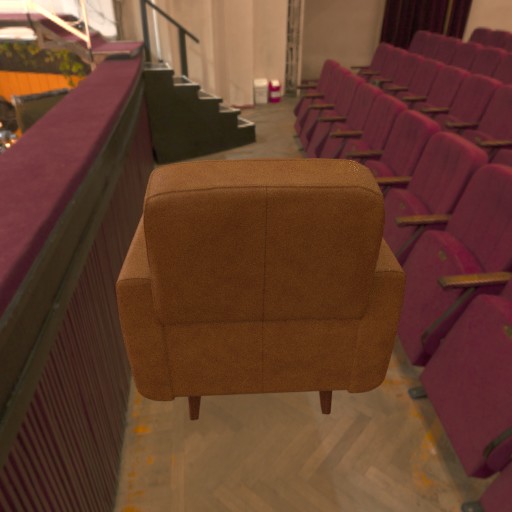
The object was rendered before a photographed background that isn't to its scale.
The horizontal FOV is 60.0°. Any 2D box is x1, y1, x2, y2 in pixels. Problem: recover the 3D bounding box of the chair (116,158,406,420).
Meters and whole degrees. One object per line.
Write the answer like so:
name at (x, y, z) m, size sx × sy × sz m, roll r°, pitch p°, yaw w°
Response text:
chair at (0.000, 0.000, 1.663) m, size 0.845 × 0.968 × 0.942 m, roll -2°, pitch 31°, yaw -3°
